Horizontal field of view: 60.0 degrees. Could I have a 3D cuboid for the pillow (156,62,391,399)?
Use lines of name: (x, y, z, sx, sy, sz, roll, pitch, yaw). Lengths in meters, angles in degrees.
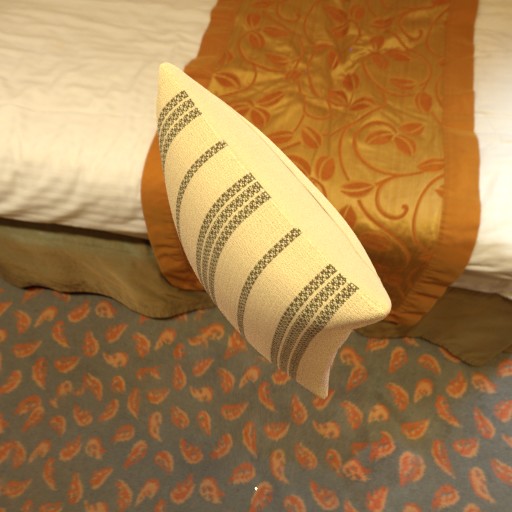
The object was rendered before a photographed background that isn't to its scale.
pillow: (0.000, 0.000, 0.645, 0.173, 0.406, 0.405, -32, 67, -16)
